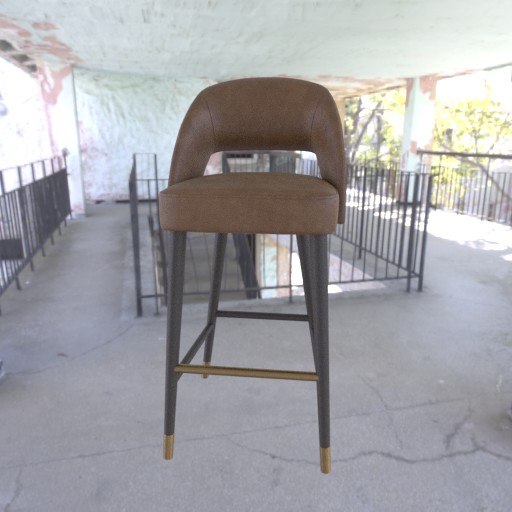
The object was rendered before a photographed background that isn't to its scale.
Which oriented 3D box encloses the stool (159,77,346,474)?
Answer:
[{"bbox_3d":[0.000,0.000,1.294,0.494,1.037,0.509,2,15,7],"label":"stool"}]
